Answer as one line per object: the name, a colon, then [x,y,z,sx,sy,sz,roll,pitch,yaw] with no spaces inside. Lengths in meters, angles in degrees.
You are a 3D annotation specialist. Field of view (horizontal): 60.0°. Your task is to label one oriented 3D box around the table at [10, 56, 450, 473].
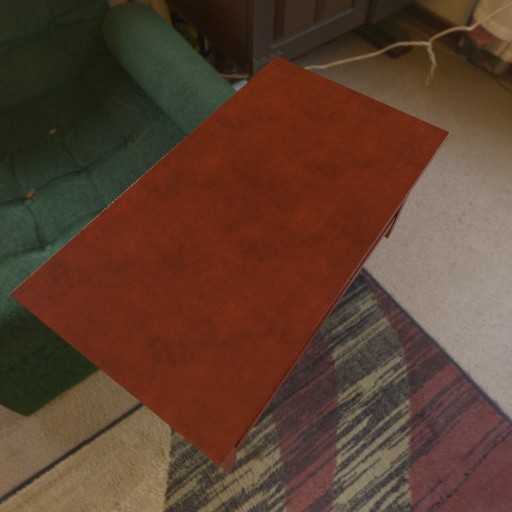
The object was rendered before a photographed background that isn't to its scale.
table: [0.000,0.000,1.194,0.533,0.456,0.943,32,64,18]
